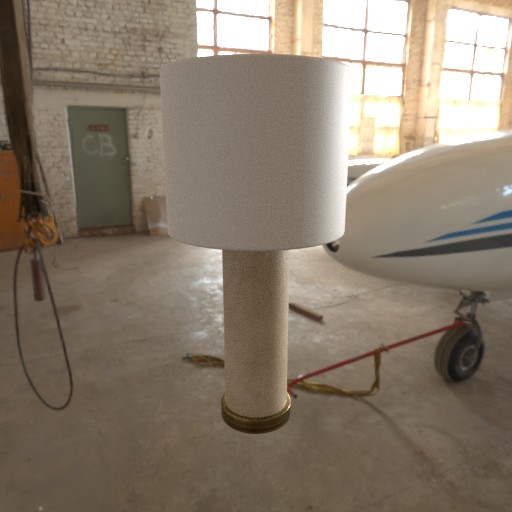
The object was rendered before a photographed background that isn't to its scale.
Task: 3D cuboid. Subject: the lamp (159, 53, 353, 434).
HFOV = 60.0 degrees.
[{"bbox_3d":[0.000,0.000,0.791,0.305,0.634,0.305,3,15,10],"label":"lamp"}]
